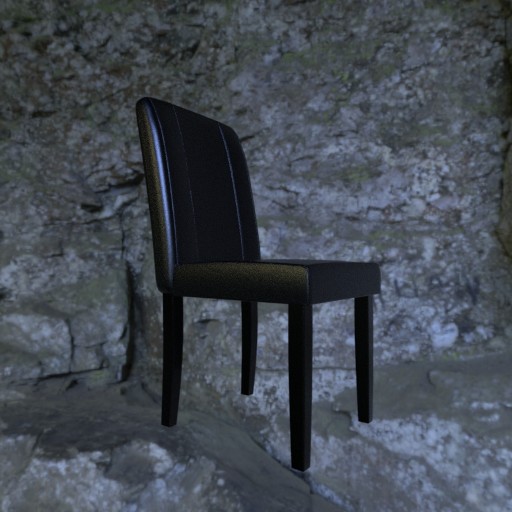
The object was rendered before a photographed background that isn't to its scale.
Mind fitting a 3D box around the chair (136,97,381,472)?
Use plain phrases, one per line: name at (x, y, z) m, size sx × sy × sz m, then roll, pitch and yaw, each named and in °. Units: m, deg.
chair at (0.000, 0.000, 1.215) m, size 0.556 × 0.897 × 0.399 m, roll 0°, pitch -1°, yaw 37°
